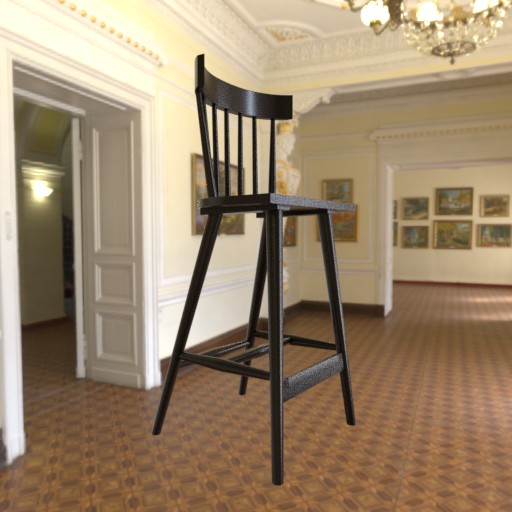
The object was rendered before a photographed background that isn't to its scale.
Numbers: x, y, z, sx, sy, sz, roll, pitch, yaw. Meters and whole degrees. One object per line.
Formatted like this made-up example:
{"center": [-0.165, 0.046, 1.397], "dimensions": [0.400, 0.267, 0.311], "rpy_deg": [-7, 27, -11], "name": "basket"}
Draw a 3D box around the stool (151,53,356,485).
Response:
{"center": [0.000, 0.000, 1.374], "dimensions": [0.483, 1.092, 0.482], "rpy_deg": [2, 3, 37], "name": "stool"}
